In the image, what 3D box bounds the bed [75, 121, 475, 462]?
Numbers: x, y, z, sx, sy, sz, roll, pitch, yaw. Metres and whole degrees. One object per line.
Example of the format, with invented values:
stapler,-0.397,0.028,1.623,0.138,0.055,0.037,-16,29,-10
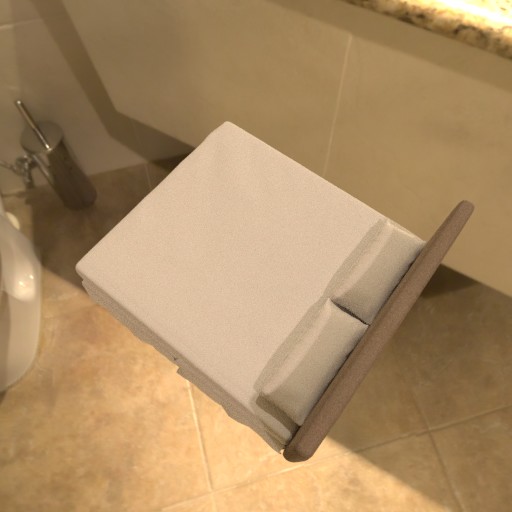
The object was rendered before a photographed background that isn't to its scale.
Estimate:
bed,0.000,0.000,3.591,2.341,1.317,2.119,35,69,15
